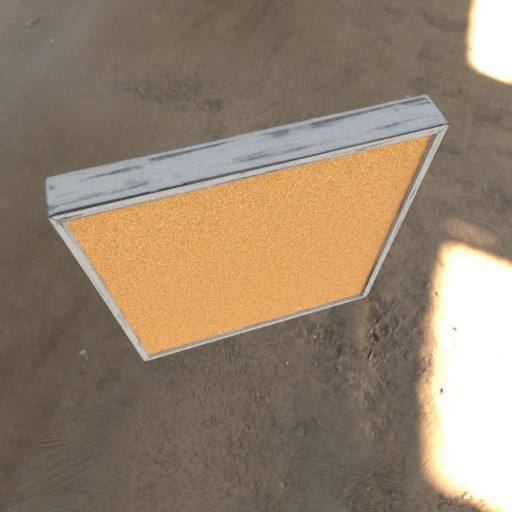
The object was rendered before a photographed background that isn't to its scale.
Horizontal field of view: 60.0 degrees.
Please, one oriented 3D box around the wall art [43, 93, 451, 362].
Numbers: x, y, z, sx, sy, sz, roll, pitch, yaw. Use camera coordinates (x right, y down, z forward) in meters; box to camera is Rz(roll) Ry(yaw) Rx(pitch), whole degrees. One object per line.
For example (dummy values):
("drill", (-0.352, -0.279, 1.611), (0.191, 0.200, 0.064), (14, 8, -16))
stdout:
("wall art", (0.000, 0.000, 0.457), (0.303, 0.303, 0.036), (-15, 60, -9))
